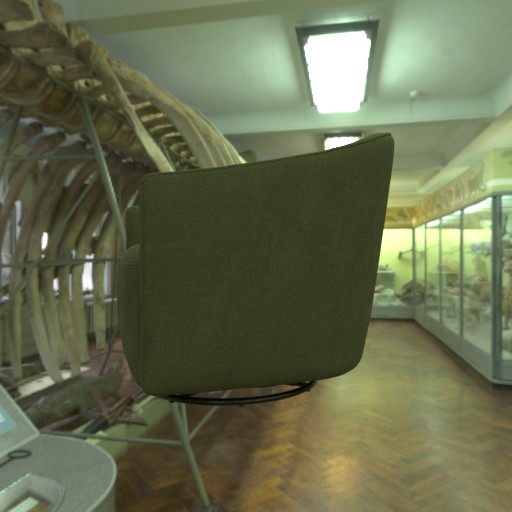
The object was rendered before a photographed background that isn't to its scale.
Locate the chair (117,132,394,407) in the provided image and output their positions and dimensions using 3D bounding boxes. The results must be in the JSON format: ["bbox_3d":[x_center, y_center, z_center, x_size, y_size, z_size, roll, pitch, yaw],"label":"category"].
[{"bbox_3d":[0.000,0.000,1.476,0.875,0.799,0.747,0,0,-19],"label":"chair"}]
